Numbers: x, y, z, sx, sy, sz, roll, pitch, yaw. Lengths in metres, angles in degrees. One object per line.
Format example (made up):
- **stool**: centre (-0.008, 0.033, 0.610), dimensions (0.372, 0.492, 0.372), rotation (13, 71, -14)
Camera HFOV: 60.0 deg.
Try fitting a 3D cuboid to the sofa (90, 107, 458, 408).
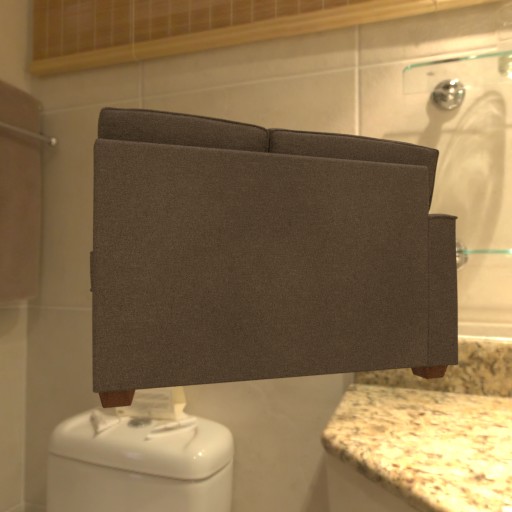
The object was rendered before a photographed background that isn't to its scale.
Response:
- **sofa**: centre (0.000, 0.000, 2.000), dimensions (1.388, 0.989, 0.991), rotation (1, -2, -18)
